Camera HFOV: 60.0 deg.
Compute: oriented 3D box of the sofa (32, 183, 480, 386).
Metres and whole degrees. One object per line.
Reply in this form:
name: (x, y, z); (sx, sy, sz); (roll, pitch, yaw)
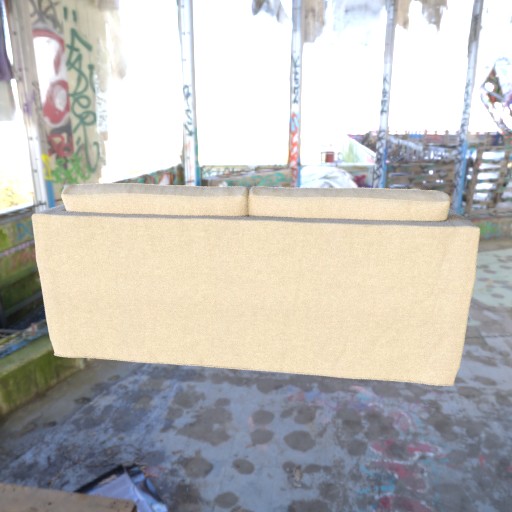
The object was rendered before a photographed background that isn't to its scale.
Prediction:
sofa: (0.000, 0.000, 2.389); (1.959, 0.835, 0.962); (2, 17, 8)
